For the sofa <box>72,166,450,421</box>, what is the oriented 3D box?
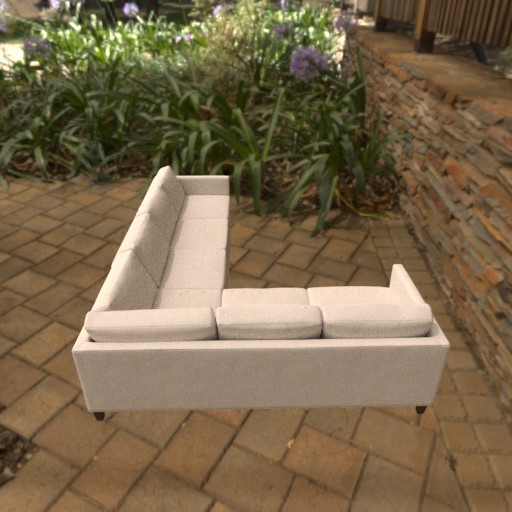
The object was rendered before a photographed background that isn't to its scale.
[{"bbox_3d":[0.000,0.000,4.289,2.432,0.863,3.182,-1,30,-1],"label":"sofa"}]
